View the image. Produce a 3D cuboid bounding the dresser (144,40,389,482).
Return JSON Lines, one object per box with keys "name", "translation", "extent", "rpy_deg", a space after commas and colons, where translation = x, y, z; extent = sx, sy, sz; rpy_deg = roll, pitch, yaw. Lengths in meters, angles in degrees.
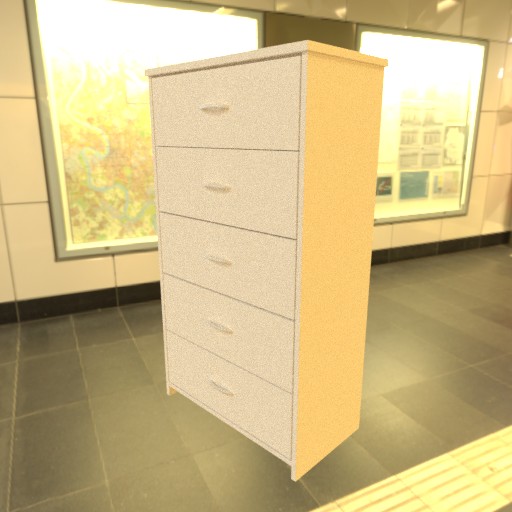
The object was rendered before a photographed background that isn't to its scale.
{"name": "dresser", "translation": [0.000, 0.000, 1.566], "extent": [0.704, 1.255, 0.399], "rpy_deg": [15, 21, 42]}
